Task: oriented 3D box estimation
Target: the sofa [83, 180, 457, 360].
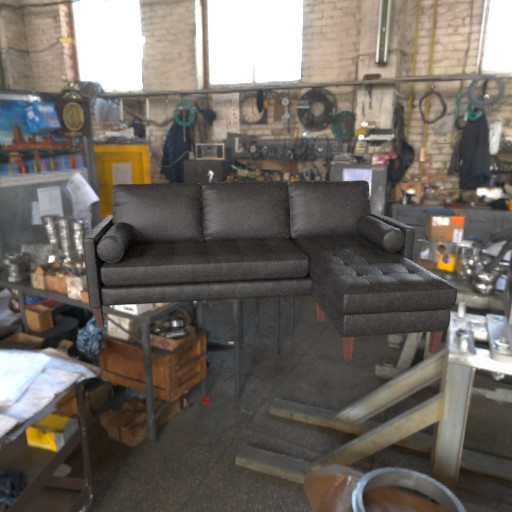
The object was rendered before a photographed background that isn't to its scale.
[{"bbox_3d":[0.000,0.000,2.965,2.178,0.876,1.497,-2,15,-8],"label":"sofa"}]
